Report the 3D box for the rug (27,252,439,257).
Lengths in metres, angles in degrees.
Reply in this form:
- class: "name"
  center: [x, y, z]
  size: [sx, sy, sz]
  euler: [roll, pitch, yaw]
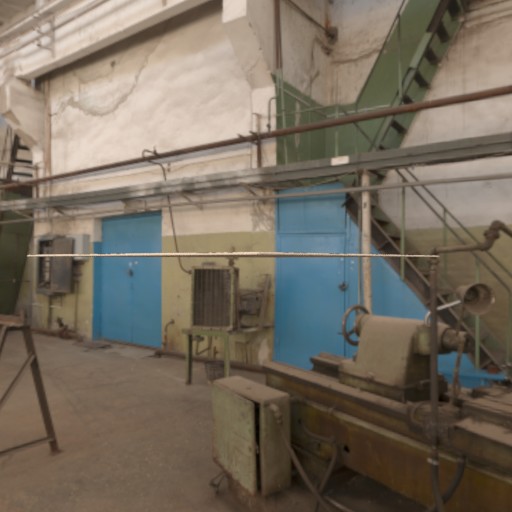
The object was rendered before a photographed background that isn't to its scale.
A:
- class: "rug"
  center: [0.000, 0.000, 4.102]
  size: [2.423, 0.014, 3.040]
  euler: [0, -1, 38]
